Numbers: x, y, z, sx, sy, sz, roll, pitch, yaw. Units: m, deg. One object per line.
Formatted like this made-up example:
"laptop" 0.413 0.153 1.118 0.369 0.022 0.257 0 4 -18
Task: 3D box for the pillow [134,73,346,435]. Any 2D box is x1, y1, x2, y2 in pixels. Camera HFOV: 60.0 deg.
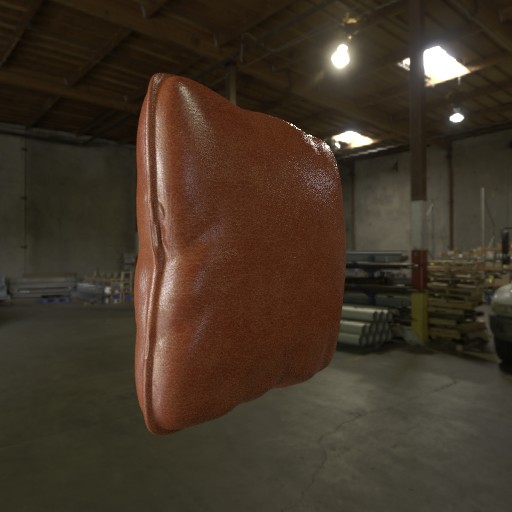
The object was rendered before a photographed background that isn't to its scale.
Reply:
"pillow" 0.000 0.000 0.817 0.236 0.523 0.532 0 -1 36
